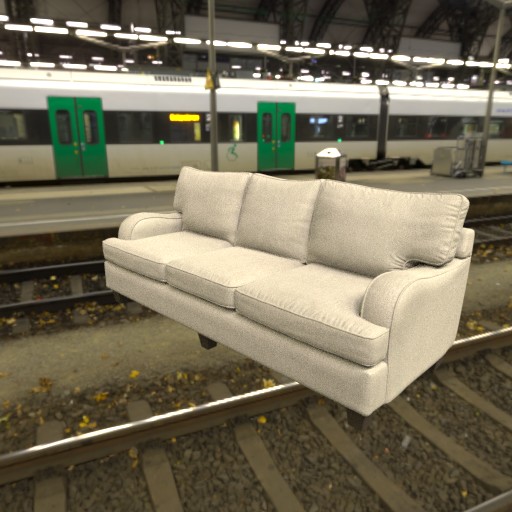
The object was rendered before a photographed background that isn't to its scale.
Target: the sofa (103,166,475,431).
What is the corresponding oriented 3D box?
[{"bbox_3d":[0.000,0.000,2.854,2.323,0.991,1.016,15,22,43],"label":"sofa"}]
